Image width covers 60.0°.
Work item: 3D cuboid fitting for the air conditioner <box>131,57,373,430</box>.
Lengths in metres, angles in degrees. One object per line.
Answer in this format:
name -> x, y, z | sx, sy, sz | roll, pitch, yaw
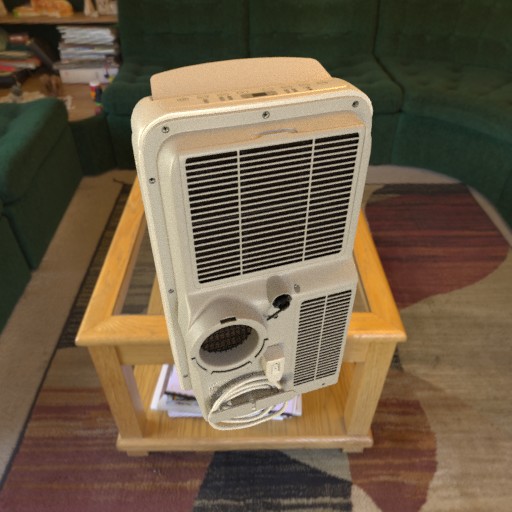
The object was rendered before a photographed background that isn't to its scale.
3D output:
air conditioner -> 0.000, 0.000, 1.027 | 0.449, 0.786, 0.414 | -12, 41, -14
